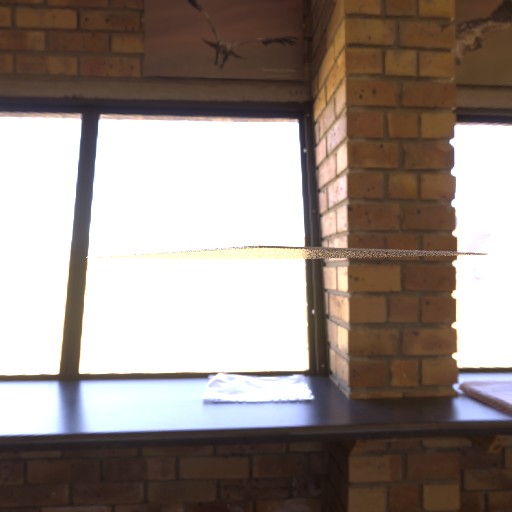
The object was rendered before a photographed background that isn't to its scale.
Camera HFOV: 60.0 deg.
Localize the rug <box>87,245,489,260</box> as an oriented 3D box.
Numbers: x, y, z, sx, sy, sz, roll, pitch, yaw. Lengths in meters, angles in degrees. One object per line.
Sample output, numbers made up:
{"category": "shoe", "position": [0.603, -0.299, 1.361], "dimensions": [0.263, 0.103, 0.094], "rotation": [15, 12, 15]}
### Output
{"category": "rug", "position": [0.000, 0.000, 3.719], "dimensions": [2.005, 0.014, 2.878], "rotation": [1, -2, -35]}
